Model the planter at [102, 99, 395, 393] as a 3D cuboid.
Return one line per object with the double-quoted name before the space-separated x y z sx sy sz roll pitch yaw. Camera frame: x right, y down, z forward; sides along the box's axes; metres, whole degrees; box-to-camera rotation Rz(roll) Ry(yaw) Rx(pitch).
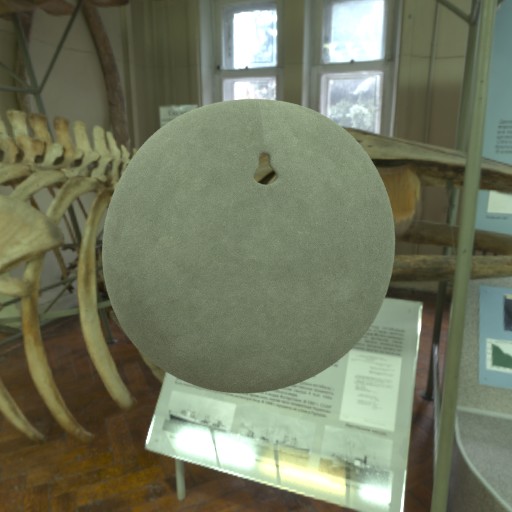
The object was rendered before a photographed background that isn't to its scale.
"planter" 0.000 0.000 0.280 0.185 0.188 0.071 -3 14 -10
